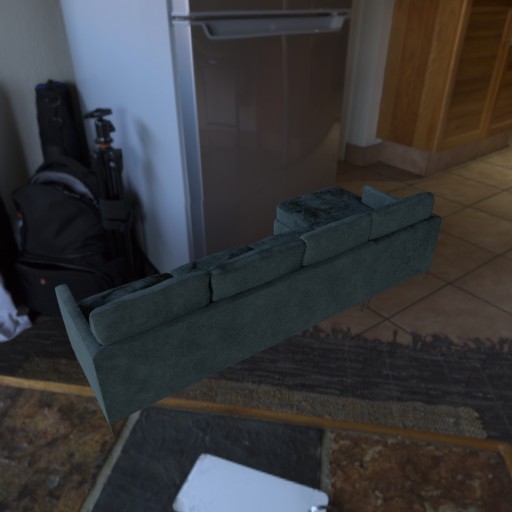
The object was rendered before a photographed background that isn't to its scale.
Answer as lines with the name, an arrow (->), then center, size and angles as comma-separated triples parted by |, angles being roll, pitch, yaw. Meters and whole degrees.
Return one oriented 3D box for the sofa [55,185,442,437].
sofa -> 0.000, 0.000, 4.090 | 3.400, 0.967, 1.500 | -20, 37, -29
